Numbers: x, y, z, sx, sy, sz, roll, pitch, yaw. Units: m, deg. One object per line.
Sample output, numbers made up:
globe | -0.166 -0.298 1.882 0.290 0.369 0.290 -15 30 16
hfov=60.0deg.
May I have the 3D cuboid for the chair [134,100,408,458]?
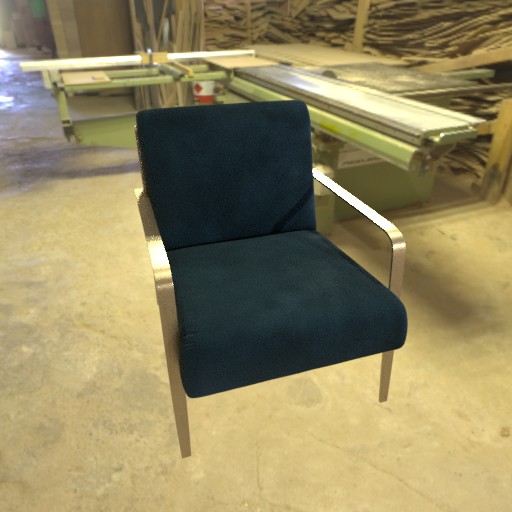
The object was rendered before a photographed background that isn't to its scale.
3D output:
chair | 0.000 0.000 1.455 0.692 0.831 0.859 -9 31 -16
